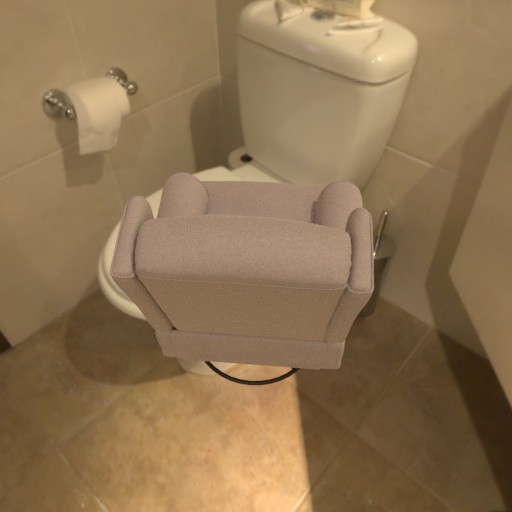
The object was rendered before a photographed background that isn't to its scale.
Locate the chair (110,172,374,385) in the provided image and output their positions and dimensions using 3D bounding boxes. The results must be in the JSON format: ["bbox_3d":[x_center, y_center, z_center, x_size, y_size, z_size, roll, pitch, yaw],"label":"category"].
[{"bbox_3d":[0.000,0.000,1.730,0.847,1.011,0.969,4,47,3],"label":"chair"}]
